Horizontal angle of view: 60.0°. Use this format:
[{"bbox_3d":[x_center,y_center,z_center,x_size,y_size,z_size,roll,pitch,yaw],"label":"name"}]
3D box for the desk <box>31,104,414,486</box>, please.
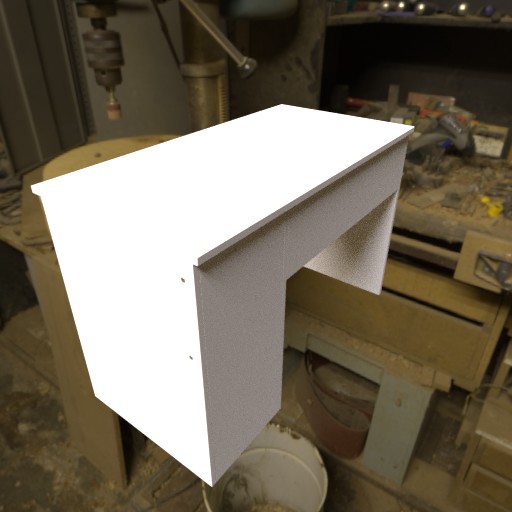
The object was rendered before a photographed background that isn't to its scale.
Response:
[{"bbox_3d":[0.000,0.000,1.507,0.560,0.730,1.096,21,37,31],"label":"desk"}]
